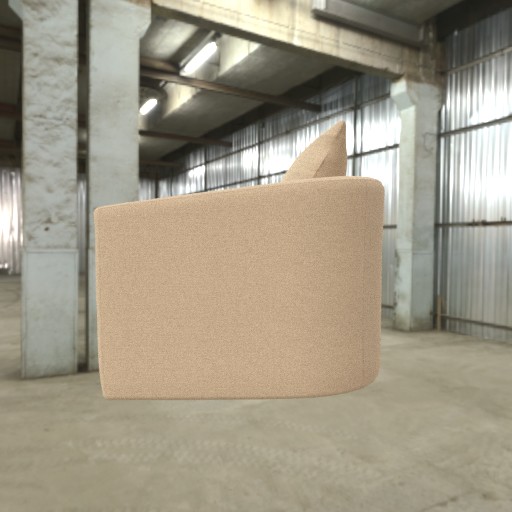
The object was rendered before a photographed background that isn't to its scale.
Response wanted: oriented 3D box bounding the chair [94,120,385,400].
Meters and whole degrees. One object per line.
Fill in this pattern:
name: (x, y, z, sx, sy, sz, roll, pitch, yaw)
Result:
chair: (0.000, 0.000, 1.638, 0.910, 0.848, 0.845, 0, 2, -1)
